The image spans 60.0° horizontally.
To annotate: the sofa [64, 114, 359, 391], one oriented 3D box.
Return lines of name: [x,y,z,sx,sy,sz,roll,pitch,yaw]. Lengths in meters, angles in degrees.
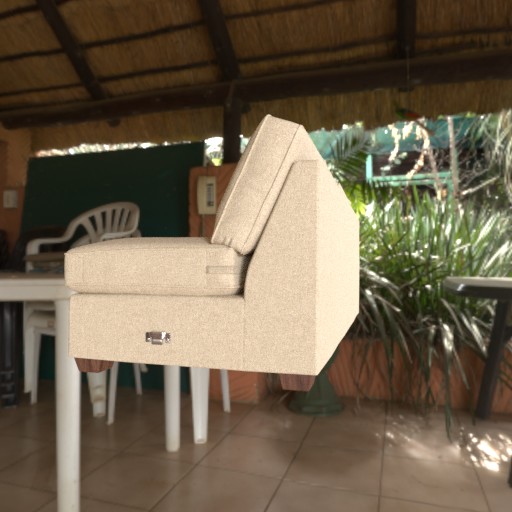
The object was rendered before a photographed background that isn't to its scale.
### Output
sofa: [0.000,0.000,2.517,1.034,0.946,1.962,0,-1,17]
